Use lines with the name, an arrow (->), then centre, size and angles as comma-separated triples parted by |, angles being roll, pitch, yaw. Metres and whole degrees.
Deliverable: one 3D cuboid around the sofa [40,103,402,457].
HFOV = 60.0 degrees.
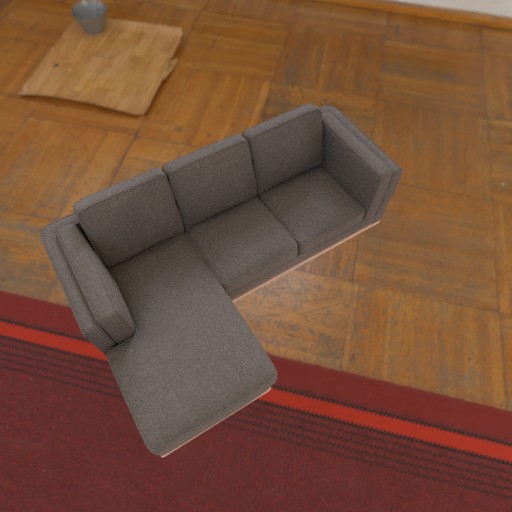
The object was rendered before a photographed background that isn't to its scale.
sofa -> 0.000, 0.000, 3.107 | 2.411, 0.929, 1.604 | -28, 62, -16
